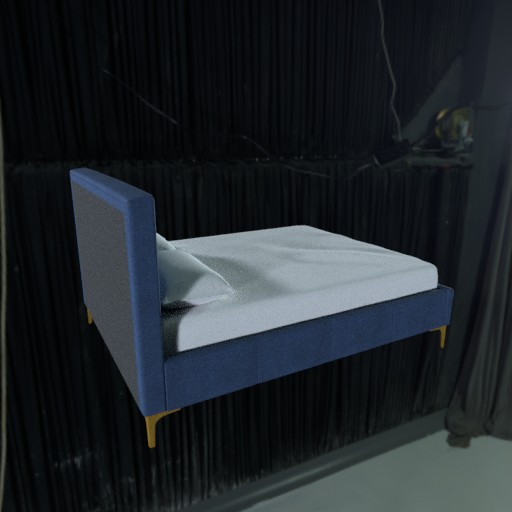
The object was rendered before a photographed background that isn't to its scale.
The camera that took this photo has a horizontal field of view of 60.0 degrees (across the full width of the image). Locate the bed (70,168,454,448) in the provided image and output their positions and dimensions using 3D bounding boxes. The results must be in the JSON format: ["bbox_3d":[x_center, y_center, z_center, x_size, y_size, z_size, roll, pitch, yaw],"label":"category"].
[{"bbox_3d":[0.000,0.000,3.196,2.172,1.231,1.723,-9,18,-28],"label":"bed"}]
